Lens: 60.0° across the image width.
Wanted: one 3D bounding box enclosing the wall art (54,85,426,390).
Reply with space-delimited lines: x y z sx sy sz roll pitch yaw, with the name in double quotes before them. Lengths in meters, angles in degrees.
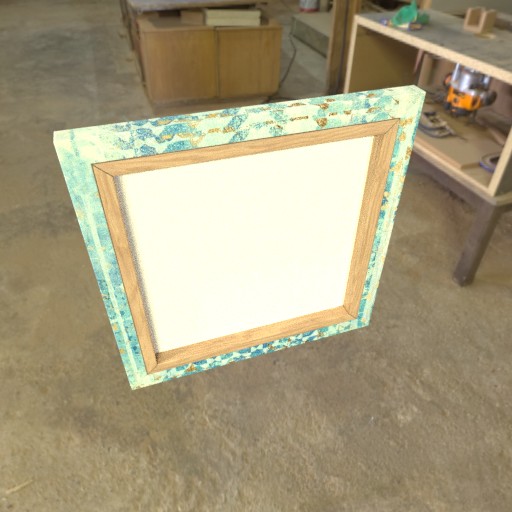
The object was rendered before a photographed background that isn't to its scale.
"wall art" 0.000 0.000 0.902 0.609 0.609 0.040 -12 42 -14
